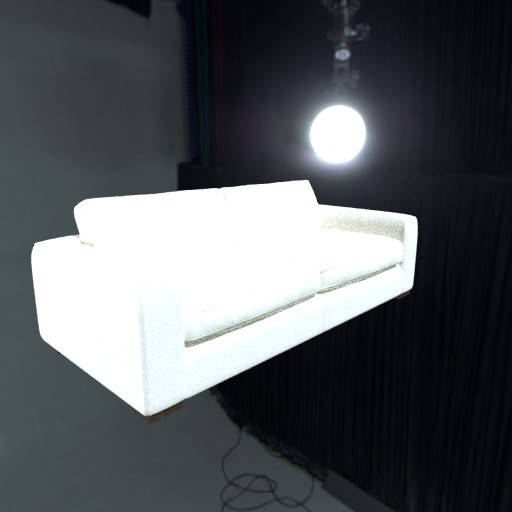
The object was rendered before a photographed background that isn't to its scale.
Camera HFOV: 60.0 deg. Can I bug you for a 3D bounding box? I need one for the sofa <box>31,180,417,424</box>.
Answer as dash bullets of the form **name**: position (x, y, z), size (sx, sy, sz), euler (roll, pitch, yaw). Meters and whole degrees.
- **sofa**: position (0.000, 0.000, 2.723), size (1.070, 0.801, 2.262), euler (13, 19, 43)
